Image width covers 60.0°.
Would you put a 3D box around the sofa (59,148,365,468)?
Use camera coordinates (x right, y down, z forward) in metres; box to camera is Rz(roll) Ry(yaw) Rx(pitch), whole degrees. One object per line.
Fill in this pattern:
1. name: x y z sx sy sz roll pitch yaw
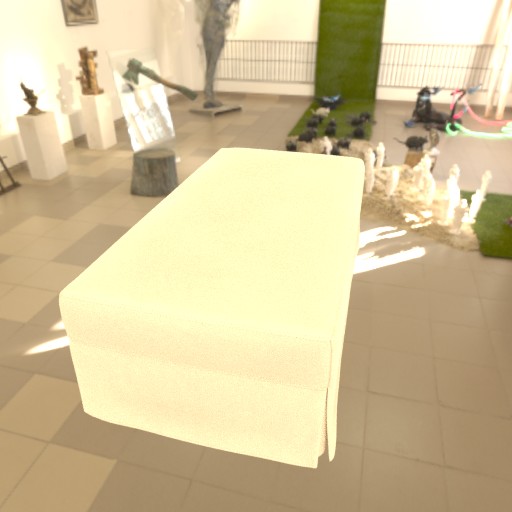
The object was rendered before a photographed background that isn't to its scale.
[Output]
1. sofa: 0.000 0.000 2.082 0.939 0.552 1.677 7 31 13
